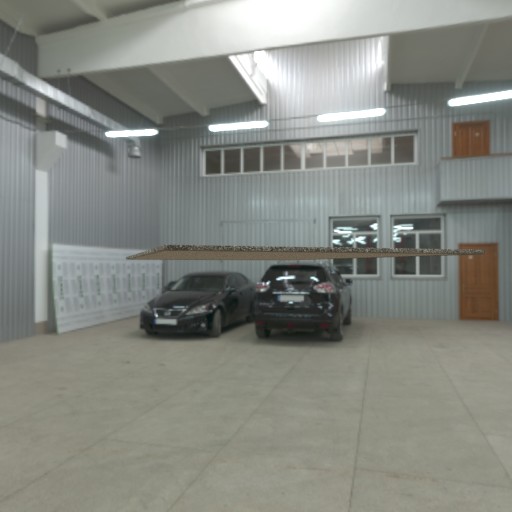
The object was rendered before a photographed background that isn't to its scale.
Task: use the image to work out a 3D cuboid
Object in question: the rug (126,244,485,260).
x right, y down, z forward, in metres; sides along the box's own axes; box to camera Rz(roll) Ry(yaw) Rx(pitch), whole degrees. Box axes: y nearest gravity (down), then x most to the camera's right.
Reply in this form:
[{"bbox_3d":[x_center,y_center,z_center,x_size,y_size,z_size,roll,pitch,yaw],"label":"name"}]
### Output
[{"bbox_3d":[0.000,0.000,3.473,1.802,0.026,2.699,0,-1,-20],"label":"rug"}]
